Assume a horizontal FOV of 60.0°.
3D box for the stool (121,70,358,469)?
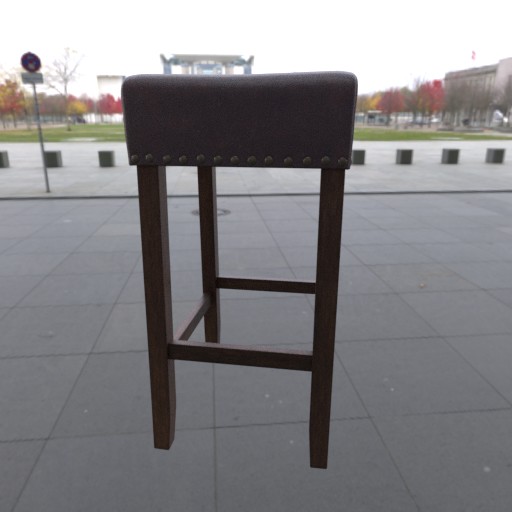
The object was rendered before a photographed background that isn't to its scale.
[{"bbox_3d":[0.000,0.000,1.043,0.401,0.769,0.465,3,17,9],"label":"stool"}]
